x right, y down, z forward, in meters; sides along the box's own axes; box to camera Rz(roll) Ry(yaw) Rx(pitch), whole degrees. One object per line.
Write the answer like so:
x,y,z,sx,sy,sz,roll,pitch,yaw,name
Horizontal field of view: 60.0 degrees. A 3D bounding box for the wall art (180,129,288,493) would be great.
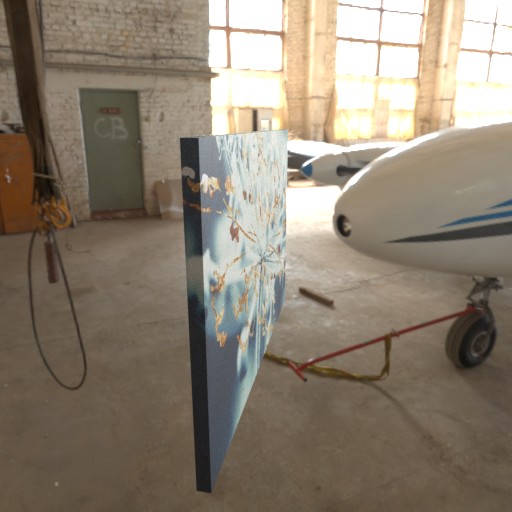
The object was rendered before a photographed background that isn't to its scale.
0.000,0.000,1.408,0.035,0.759,1.138,3,17,11,wall art
